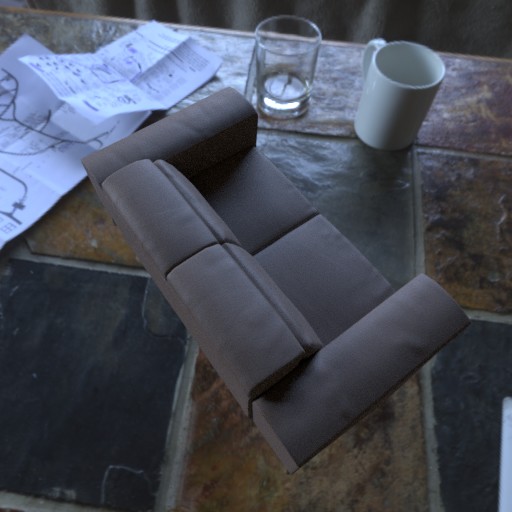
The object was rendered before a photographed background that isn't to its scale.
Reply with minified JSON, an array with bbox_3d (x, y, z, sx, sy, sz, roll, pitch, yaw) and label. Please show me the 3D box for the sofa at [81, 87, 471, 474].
[{"bbox_3d":[0.000,0.000,2.359,1.003,0.779,1.895,-33,66,-17],"label":"sofa"}]
